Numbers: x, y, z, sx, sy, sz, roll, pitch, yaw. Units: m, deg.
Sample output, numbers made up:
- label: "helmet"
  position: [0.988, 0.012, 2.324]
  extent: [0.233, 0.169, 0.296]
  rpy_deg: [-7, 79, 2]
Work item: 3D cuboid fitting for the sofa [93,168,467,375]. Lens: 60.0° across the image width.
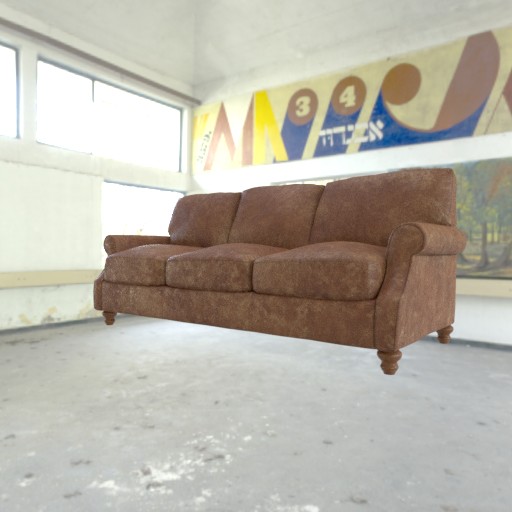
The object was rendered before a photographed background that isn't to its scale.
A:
- label: "sofa"
  position: [0.000, 0.000, 2.816]
  extent: [2.351, 0.977, 0.973]
  rpy_deg: [0, 1, 38]
